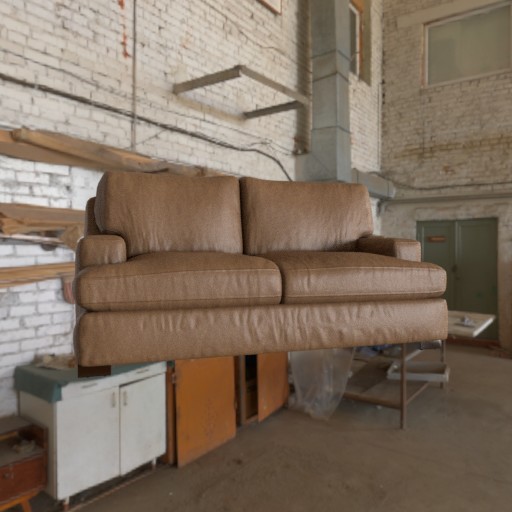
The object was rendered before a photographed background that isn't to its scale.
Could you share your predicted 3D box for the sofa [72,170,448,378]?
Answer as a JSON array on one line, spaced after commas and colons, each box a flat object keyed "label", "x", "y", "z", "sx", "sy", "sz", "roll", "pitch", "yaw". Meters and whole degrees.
[{"label": "sofa", "x": 0.000, "y": 0.000, "z": 2.465, "sx": 1.855, "sy": 0.980, "sz": 0.962, "roll": 0, "pitch": 1, "yaw": -18}]
